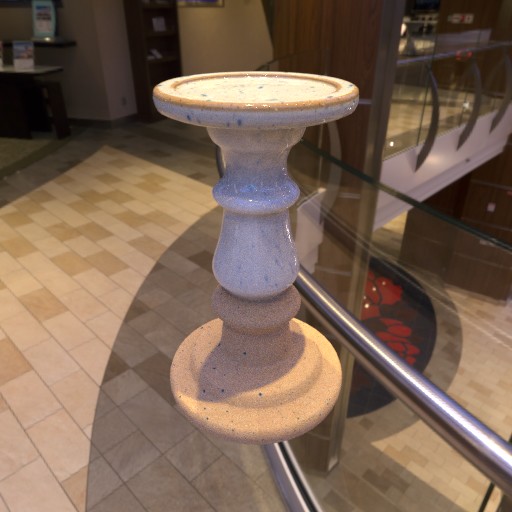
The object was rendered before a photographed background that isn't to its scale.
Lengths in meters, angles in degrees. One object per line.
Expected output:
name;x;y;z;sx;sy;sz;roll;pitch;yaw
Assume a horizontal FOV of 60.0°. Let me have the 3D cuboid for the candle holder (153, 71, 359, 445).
candle holder;0.000;0.000;0.276;0.123;0.202;0.123;0;30;0
